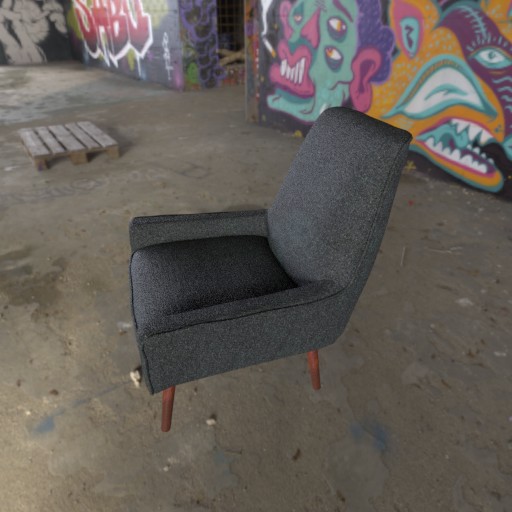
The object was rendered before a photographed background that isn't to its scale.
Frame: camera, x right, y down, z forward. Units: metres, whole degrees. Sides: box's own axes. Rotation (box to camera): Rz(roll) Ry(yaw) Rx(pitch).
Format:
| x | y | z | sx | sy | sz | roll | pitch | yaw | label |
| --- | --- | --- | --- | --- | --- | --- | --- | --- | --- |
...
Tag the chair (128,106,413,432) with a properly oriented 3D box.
| x | y | z | sx | sy | sz | roll | pitch | yaw | label |
| --- | --- | --- | --- | --- | --- | --- | --- | --- | --- |
| 0.000 | 0.000 | 1.517 | 0.859 | 0.883 | 0.763 | -8 | 30 | -14 | chair |
